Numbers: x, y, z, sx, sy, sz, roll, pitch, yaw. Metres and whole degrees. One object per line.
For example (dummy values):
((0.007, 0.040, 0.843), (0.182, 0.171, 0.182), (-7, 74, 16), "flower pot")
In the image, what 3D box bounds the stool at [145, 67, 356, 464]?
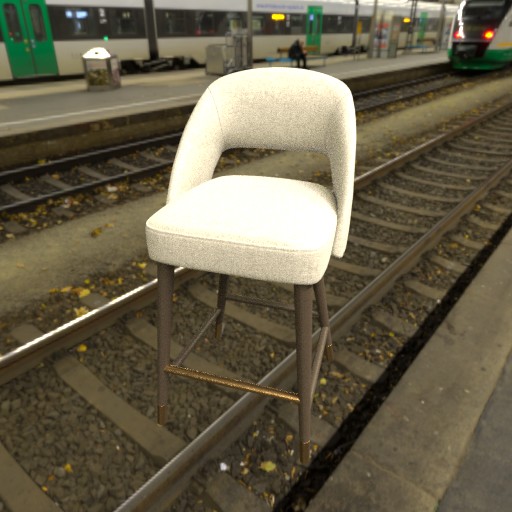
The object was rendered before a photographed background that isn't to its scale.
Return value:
((0.000, 0.000, 1.242), (0.494, 0.940, 0.509), (8, 28, 16), "stool")
